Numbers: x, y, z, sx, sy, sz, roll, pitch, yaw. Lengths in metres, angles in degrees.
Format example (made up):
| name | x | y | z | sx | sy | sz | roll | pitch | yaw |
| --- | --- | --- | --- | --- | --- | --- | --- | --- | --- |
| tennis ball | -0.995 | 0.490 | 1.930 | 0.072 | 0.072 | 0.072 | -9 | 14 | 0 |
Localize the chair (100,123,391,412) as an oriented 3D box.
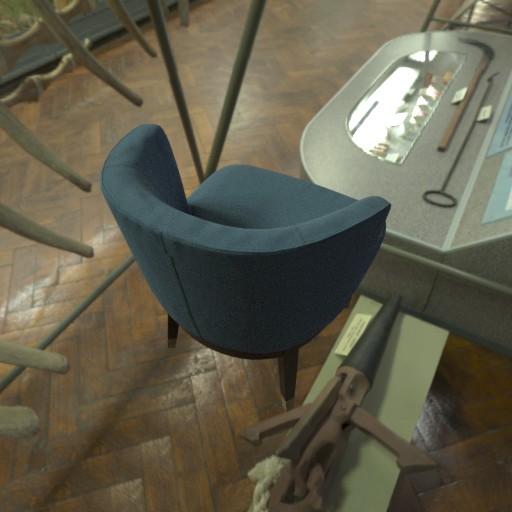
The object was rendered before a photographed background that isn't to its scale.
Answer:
| name | x | y | z | sx | sy | sz | roll | pitch | yaw |
| --- | --- | --- | --- | --- | --- | --- | --- | --- | --- |
| chair | 0.000 | 0.000 | 1.282 | 0.661 | 0.760 | 0.702 | 22 | 50 | 20 |
